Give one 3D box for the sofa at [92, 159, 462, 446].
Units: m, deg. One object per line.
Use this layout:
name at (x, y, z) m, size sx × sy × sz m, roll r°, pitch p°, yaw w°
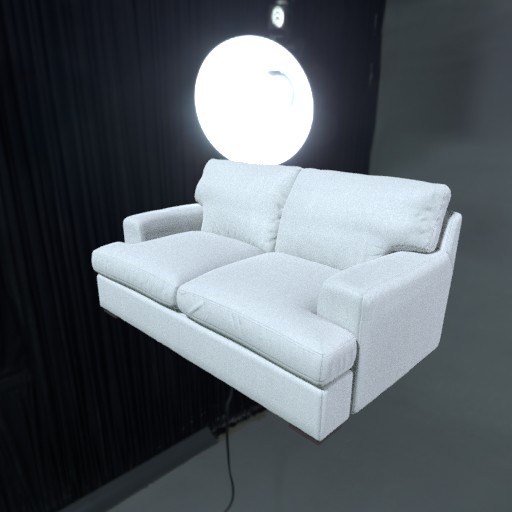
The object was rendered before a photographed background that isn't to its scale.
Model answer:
sofa at (0.000, 0.000, 2.532) m, size 1.143 × 0.940 × 1.880 m, roll -17°, pitch 24°, yaw -42°
